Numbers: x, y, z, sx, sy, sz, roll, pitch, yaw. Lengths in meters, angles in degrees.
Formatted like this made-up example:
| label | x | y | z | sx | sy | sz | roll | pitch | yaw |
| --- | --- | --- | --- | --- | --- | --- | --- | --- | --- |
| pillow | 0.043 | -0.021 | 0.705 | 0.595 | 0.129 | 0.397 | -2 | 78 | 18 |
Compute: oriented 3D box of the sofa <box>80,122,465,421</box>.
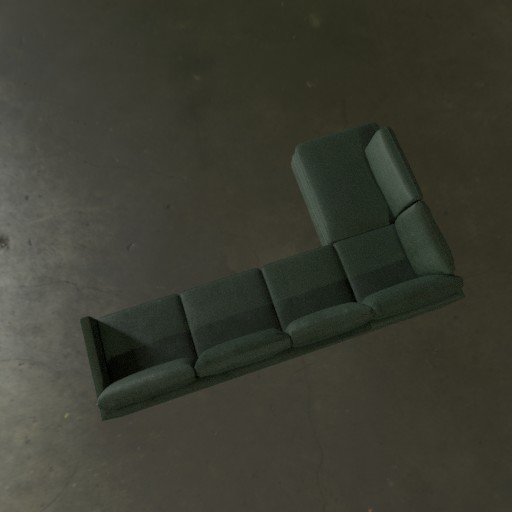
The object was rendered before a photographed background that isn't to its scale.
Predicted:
| label | x | y | z | sx | sy | sz | roll | pitch | yaw |
| --- | --- | --- | --- | --- | --- | --- | --- | --- | --- |
| sofa | 0.000 | 0.000 | 4.334 | 3.384 | 0.996 | 2.048 | -18 | 74 | -5 |
